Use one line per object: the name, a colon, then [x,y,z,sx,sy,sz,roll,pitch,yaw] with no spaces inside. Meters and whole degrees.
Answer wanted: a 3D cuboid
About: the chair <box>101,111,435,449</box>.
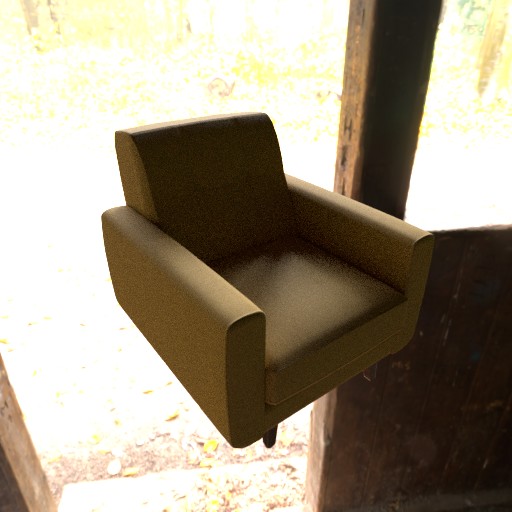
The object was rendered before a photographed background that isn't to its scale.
chair: [0.000,0.000,1.577,0.831,0.841,0.909,-20,35,-32]
